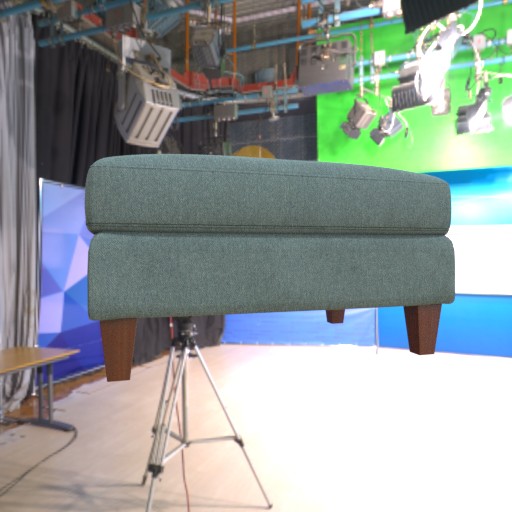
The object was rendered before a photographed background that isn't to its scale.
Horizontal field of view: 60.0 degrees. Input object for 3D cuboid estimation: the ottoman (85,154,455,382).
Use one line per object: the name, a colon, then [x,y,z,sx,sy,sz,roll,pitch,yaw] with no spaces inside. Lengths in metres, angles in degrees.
ottoman: [0.000,0.000,1.224,0.864,0.483,0.584,0,1,-17]
